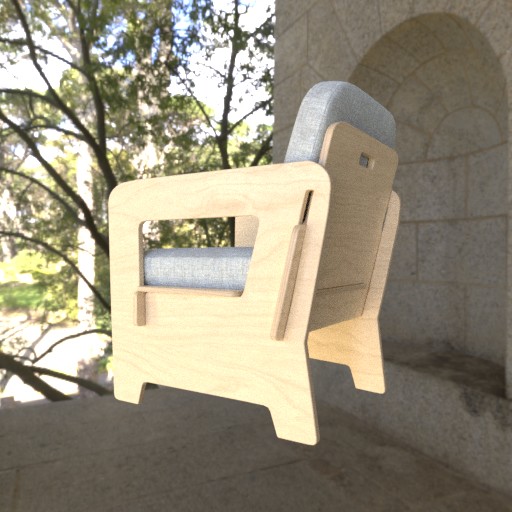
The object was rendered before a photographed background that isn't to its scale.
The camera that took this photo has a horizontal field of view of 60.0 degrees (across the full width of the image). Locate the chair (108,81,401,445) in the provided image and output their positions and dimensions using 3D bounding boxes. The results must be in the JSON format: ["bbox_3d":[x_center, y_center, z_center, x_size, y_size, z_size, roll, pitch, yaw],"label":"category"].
[{"bbox_3d":[0.000,0.000,1.288,0.710,0.800,0.590,0,0,35],"label":"chair"}]
